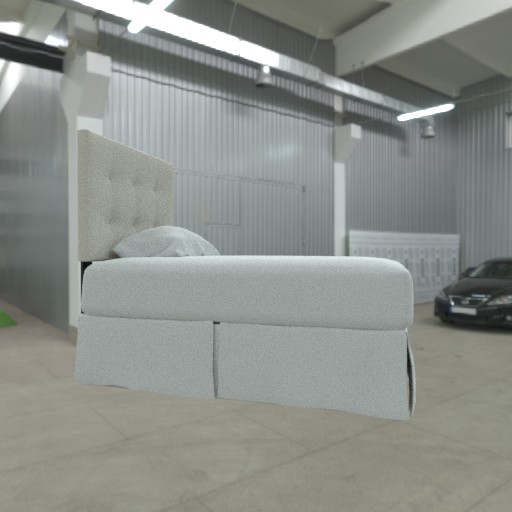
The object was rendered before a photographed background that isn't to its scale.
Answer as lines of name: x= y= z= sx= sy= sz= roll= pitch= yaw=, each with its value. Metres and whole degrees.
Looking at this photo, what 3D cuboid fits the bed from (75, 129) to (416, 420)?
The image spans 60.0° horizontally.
bed: x=0.000 y=0.000 z=2.984 sx=1.997 sy=1.571 sz=1.261 roll=0 pitch=1 yaw=17
